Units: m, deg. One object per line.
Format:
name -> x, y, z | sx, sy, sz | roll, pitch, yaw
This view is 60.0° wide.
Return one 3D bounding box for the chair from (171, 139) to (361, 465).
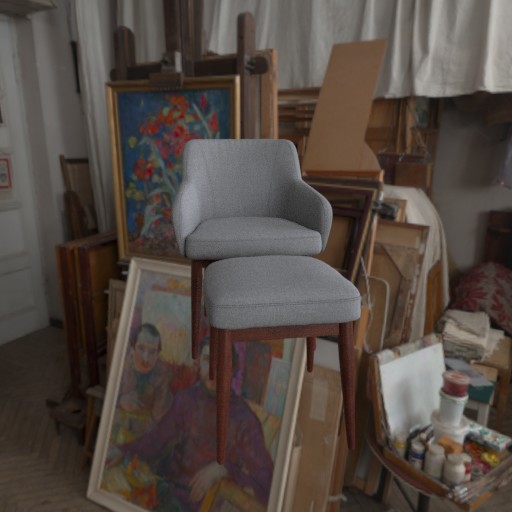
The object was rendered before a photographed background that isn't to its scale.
chair -> 0.000, 0.000, 1.575 | 0.584, 0.799, 1.107 | -2, 15, -8
